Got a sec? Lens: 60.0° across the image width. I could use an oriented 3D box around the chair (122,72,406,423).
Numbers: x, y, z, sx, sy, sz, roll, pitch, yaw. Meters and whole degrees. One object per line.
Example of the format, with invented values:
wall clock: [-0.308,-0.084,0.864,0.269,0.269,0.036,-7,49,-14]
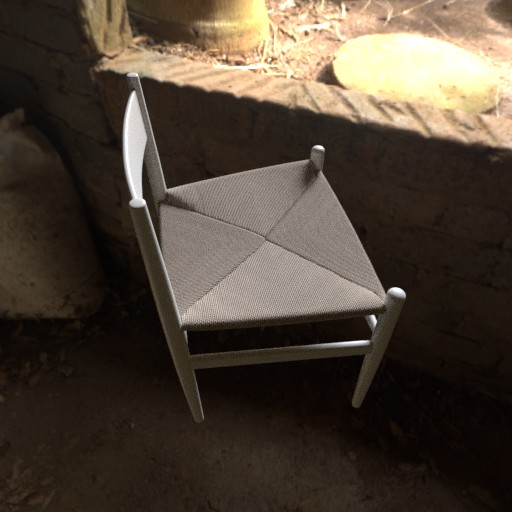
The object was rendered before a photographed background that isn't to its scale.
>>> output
chair: [0.000,0.000,1.093,0.495,0.762,0.556,-9,47,-8]
